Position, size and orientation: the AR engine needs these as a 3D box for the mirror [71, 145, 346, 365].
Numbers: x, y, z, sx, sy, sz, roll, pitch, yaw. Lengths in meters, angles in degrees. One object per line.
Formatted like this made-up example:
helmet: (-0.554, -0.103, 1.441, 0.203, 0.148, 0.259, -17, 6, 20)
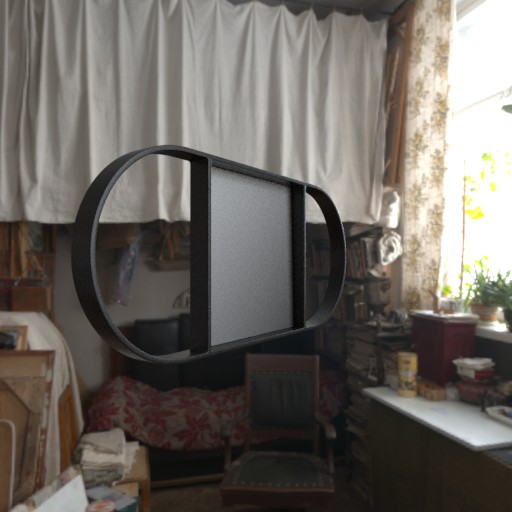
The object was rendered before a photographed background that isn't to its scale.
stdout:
mirror: (0.000, 0.000, 0.663, 0.032, 0.254, 0.584, 0, -1, 35)
